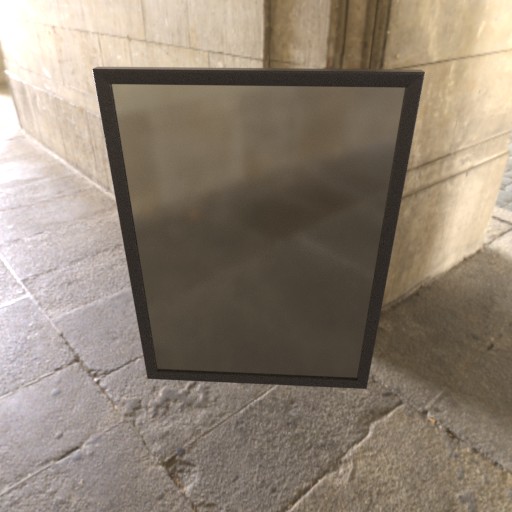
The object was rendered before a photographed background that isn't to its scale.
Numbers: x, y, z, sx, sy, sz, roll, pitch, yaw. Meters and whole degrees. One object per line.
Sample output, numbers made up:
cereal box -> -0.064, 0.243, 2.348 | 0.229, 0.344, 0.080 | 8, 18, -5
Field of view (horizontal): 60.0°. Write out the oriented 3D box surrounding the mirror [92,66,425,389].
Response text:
mirror -> 0.000, 0.000, 1.293 | 0.762, 1.016, 0.040 | 2, 31, 3
